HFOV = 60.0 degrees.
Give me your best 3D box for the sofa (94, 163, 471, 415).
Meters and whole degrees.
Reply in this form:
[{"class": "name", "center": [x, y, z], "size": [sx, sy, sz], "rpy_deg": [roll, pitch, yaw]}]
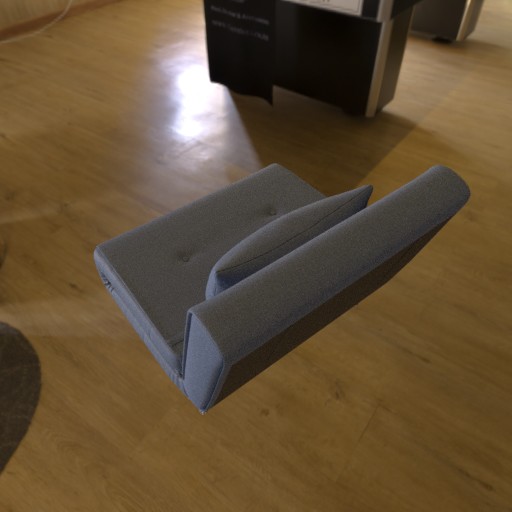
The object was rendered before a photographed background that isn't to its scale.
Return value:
[{"class": "sofa", "center": [0.000, 0.000, 1.745], "size": [0.999, 0.860, 0.996], "rpy_deg": [-30, 53, -25]}]
